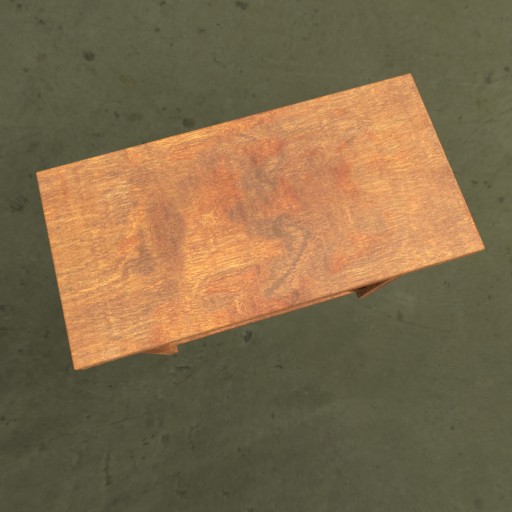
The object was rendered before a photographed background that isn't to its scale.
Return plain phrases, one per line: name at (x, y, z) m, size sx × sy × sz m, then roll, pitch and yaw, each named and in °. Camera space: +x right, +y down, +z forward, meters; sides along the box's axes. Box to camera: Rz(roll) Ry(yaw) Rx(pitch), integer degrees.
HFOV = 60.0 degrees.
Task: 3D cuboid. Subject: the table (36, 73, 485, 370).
table at (0.000, 0.000, 0.957) m, size 0.610 × 0.610 × 0.305 m, roll -16°, pitch 77°, yaw -4°
